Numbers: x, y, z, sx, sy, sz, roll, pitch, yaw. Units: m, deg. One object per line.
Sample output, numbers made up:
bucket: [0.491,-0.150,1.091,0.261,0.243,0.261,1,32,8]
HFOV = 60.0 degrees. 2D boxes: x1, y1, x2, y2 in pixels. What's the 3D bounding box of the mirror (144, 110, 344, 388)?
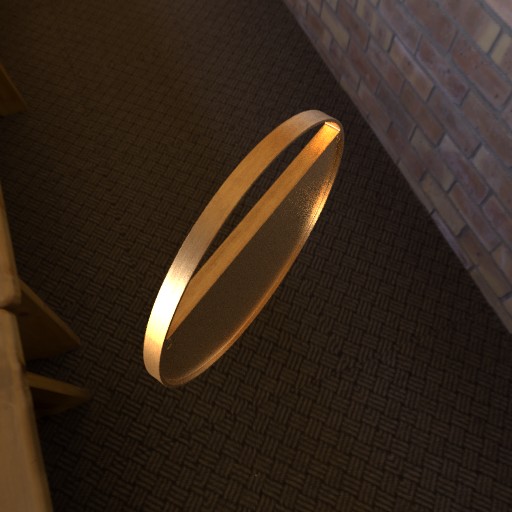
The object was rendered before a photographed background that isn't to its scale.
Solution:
mirror: [0.000,0.000,0.841,0.032,0.565,0.565,33,68,15]
